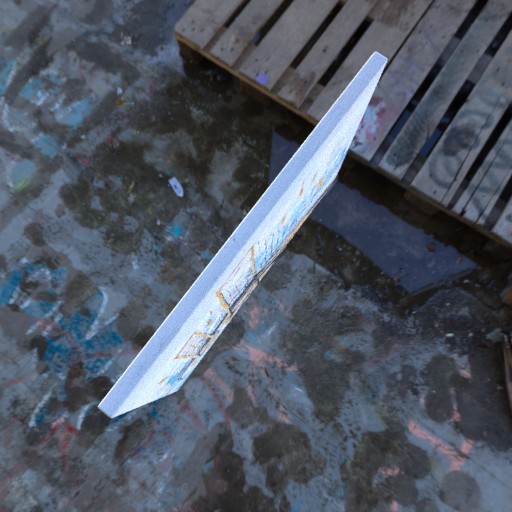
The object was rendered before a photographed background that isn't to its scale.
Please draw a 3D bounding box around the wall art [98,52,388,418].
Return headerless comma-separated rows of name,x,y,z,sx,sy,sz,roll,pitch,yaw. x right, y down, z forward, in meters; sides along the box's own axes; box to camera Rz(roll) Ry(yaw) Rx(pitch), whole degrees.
wall art,0.000,0.000,1.342,0.038,0.762,1.016,36,79,8
